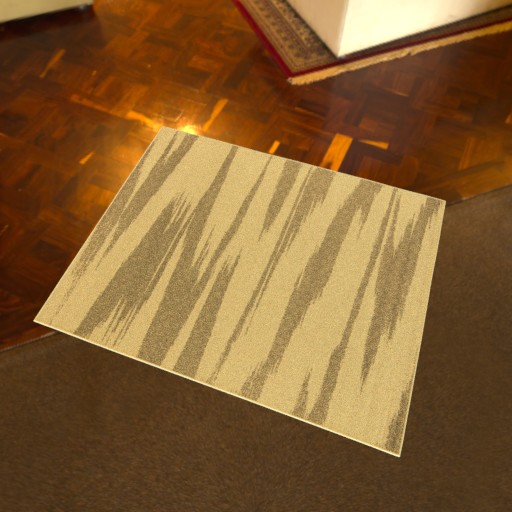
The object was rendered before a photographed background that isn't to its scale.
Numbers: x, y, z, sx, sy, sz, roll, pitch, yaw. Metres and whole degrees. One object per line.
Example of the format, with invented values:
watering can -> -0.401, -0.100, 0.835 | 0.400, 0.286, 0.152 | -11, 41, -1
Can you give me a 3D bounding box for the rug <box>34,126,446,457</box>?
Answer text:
rug -> 0.000, 0.000, 3.851 | 2.945, 0.014, 2.353 | 17, 61, 10
